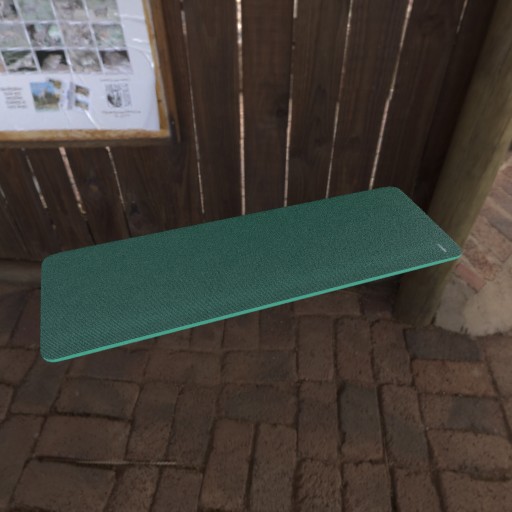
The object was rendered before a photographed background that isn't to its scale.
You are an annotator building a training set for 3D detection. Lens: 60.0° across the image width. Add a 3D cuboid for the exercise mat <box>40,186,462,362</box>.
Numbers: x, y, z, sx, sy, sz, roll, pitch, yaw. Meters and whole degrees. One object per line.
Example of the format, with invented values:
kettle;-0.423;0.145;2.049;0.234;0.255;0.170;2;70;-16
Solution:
exercise mat;0.000;0.000;2.046;1.869;0.021;0.616;-13;43;-14
